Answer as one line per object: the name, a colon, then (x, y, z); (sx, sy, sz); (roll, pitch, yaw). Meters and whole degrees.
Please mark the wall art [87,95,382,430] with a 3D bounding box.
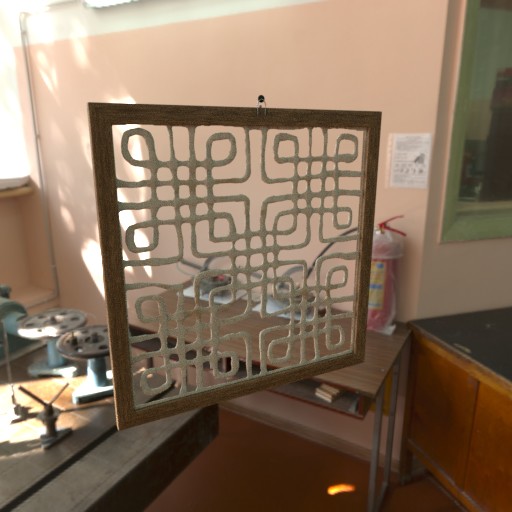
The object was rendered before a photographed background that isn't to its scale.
wall art: (0.000, 0.000, 0.850); (0.561, 0.582, 0.021); (-7, 17, -26)
